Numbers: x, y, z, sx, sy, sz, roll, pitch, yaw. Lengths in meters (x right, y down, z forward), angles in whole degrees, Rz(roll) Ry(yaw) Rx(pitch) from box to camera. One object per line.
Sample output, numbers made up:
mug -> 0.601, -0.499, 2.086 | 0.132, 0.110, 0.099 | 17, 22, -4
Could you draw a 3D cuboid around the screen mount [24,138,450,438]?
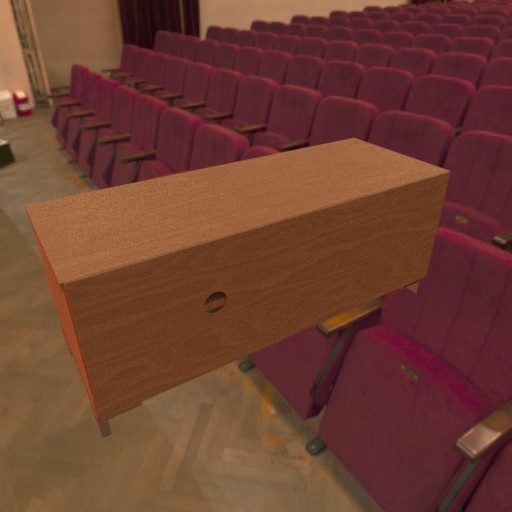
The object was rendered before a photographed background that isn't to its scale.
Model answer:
screen mount -> 0.000, 0.000, 1.295 | 1.084, 0.432, 0.406 | -18, 35, -27
